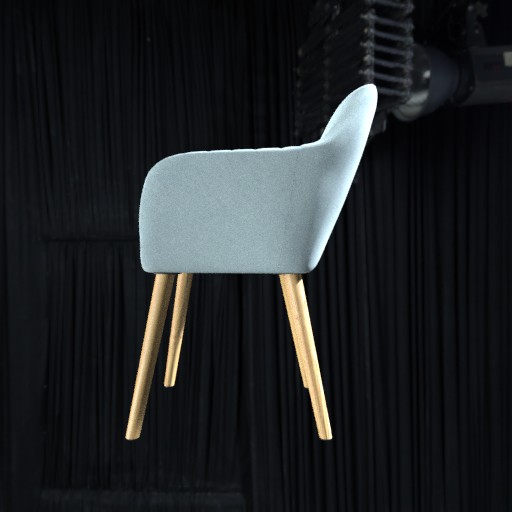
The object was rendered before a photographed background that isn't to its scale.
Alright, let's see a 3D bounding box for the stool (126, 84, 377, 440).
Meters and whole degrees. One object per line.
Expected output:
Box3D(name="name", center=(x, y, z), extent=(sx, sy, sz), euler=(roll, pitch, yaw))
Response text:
Box3D(name="stool", center=(0.000, 0.000, 1.198), extent=(0.590, 0.830, 0.503), euler=(0, 1, 1))
